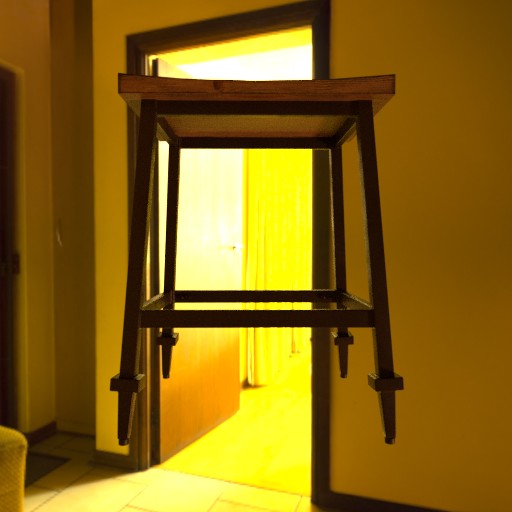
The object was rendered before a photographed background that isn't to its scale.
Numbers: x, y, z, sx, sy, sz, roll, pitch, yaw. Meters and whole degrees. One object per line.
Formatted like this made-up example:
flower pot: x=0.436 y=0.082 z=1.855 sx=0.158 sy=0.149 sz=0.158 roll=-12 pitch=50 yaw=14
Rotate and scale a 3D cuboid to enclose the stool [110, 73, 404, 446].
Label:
stool: x=0.000 y=0.000 z=0.928 sx=0.486 sy=0.625 sz=0.405 roll=0 pitch=1 yaw=-1
